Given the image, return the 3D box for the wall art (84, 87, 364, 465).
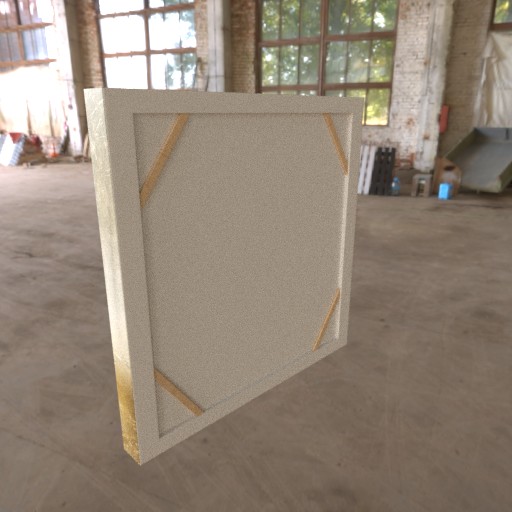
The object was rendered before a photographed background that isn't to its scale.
[{"bbox_3d":[0.000,0.000,0.593,0.405,0.407,0.038,-17,24,-41],"label":"wall art"}]
